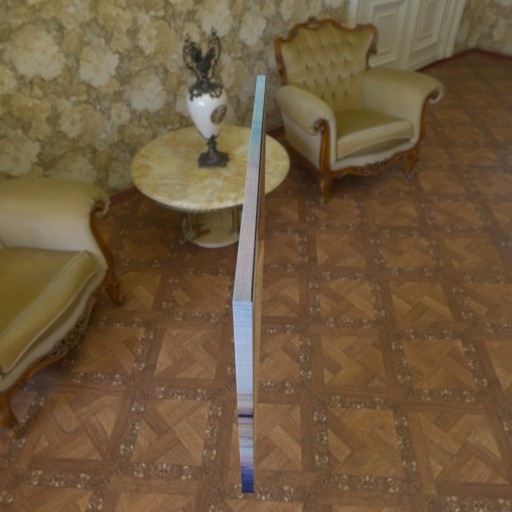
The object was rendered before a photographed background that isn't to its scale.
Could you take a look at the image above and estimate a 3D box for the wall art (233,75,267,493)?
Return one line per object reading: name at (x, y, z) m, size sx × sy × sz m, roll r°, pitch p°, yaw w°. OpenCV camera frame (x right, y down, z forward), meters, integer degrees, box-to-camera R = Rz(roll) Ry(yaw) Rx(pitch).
wall art at (0.000, 0.000, 1.414) m, size 0.034 × 0.756 × 1.137 m, roll 1°, pitch 40°, yaw 2°
